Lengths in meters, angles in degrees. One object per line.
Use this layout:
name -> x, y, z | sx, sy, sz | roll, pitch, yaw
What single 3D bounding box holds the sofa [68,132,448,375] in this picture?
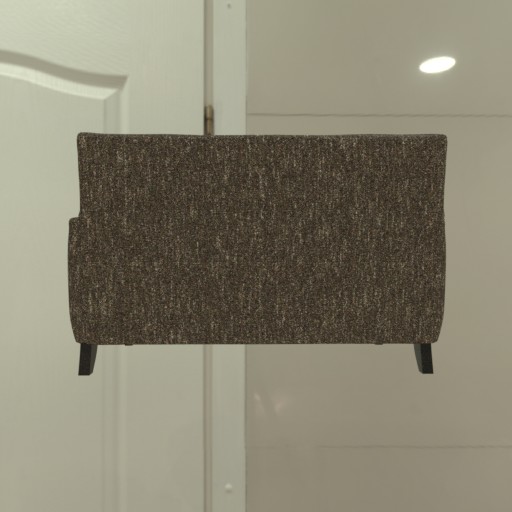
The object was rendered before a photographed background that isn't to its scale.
sofa -> 0.000, 0.000, 2.058 | 1.519, 0.946, 0.801 | 0, -1, -1
